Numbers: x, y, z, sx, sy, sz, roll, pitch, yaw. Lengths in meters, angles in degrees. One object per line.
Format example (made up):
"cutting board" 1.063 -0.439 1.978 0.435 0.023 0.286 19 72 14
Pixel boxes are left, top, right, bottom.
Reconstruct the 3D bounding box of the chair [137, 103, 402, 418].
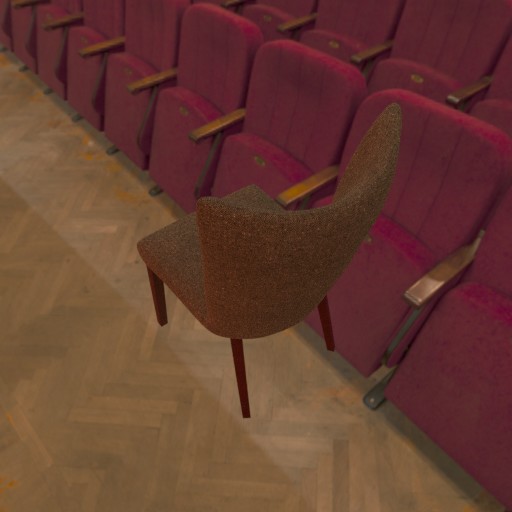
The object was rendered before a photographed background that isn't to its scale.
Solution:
"chair" 0.000 0.000 1.292 0.535 0.924 0.623 -31 54 -26
